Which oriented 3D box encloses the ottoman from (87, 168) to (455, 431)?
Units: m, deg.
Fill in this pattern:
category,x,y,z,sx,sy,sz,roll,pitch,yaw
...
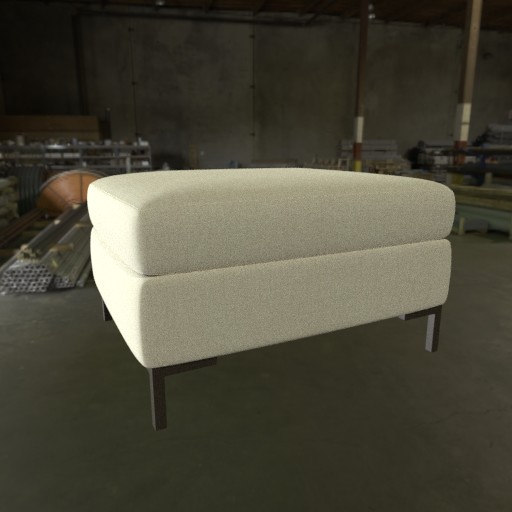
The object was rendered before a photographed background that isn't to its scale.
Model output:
category,x,y,z,sx,sy,sz,roll,pitch,yaw
ottoman,0.000,0.000,1.204,0.794,0.453,0.657,-7,15,-26
